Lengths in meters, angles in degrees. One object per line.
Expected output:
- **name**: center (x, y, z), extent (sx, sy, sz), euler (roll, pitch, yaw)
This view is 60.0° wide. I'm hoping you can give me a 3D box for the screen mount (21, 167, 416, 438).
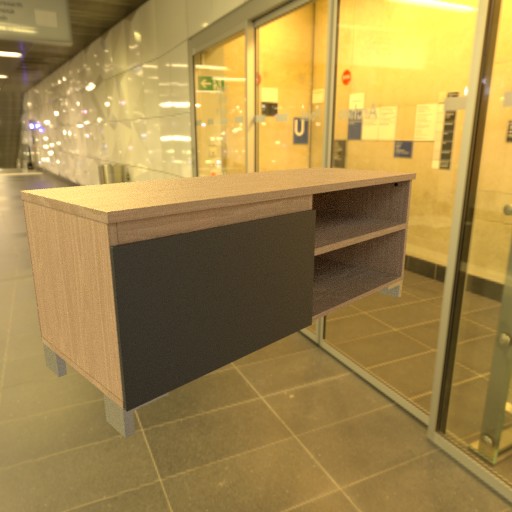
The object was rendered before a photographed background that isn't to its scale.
- **screen mount**: center (0.000, 0.000, 1.275), extent (0.406, 0.432, 1.084), euler (15, 21, 43)
